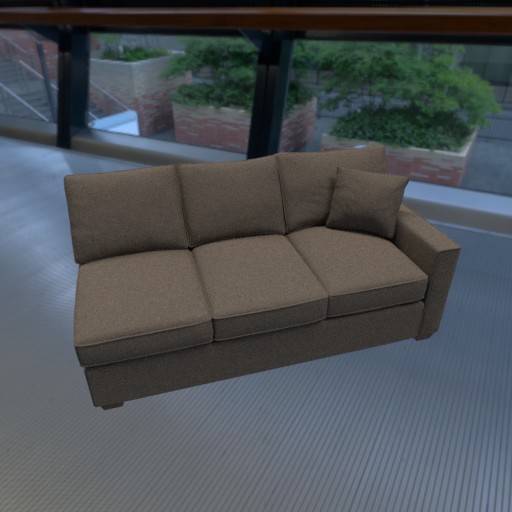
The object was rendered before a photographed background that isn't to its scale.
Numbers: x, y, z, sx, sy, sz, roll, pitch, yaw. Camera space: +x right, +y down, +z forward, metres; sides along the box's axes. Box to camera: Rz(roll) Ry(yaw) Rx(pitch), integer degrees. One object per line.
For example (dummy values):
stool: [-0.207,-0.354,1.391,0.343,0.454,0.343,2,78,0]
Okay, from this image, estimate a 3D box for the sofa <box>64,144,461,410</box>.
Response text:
sofa: [0.000,0.000,2.548,1.963,0.946,1.034,-9,32,-14]
